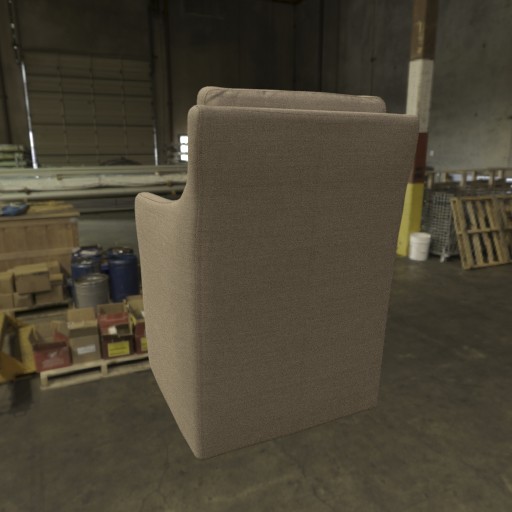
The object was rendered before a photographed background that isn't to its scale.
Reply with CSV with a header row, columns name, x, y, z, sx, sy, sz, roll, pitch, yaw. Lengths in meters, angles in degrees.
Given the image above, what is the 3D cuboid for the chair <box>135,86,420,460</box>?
name,x,y,z,sx,sy,sz,roll,pitch,yaw
chair,0.000,0.000,1.365,0.626,0.914,0.694,-6,15,-25
